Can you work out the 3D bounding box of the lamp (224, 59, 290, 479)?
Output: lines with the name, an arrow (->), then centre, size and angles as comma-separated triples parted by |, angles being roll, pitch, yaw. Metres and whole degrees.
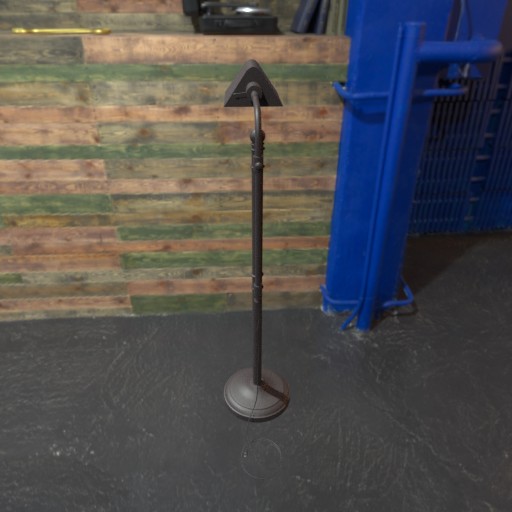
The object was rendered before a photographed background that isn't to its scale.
lamp -> 0.000, 0.000, 0.933 | 0.159, 0.708, 0.545 | -1, 31, -2
